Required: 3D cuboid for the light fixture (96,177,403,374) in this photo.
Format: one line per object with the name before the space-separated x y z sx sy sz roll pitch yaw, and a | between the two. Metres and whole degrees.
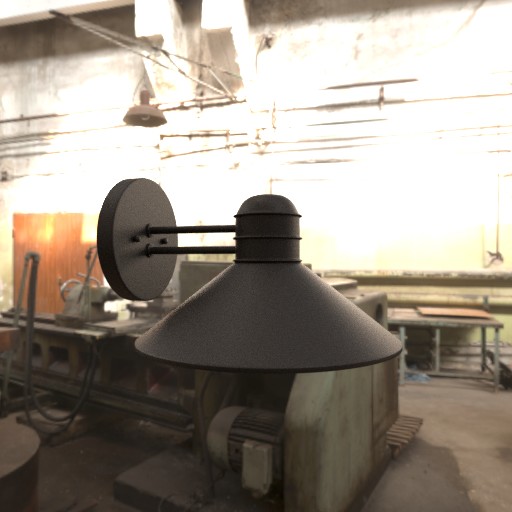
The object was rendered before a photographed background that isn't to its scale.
light fixture | 0.000 0.000 0.692 0.434 0.265 0.396 0 -1 18
